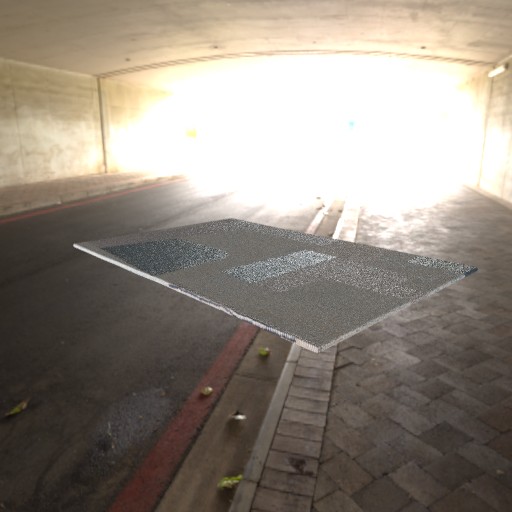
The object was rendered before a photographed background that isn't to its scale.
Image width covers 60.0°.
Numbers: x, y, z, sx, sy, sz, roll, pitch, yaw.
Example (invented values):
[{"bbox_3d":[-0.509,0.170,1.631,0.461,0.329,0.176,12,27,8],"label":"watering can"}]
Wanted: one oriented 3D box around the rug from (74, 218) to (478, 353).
[{"bbox_3d":[0.000,0.000,2.389,1.238,0.020,1.847,-14,21,-42],"label":"rug"}]
